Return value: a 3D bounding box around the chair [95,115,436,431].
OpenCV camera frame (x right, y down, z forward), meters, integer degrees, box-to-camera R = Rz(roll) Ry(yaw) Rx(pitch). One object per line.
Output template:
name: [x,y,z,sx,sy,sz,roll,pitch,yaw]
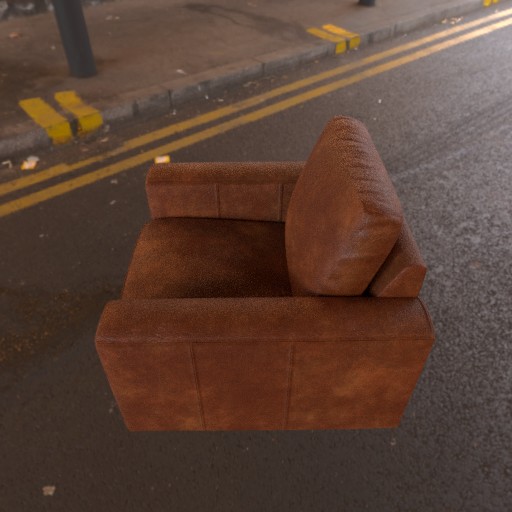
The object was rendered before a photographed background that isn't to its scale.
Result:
chair: [0.000,0.000,1.702,1.016,0.873,1.005,0,42,-1]
